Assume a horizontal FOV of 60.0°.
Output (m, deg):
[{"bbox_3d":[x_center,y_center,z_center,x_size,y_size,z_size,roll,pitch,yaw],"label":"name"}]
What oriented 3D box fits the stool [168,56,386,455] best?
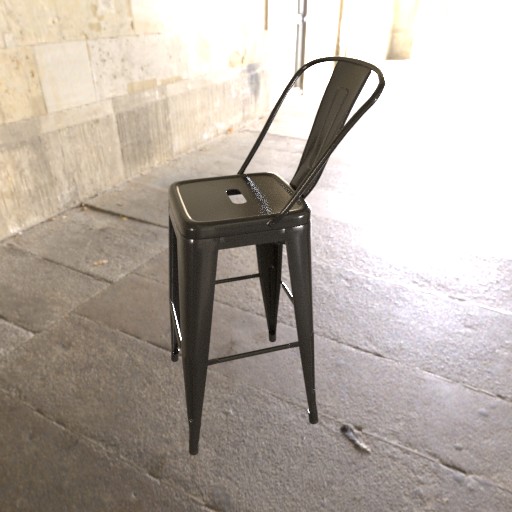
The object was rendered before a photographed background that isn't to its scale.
[{"bbox_3d":[0.000,0.000,1.267,0.528,1.022,0.432,-9,31,-14],"label":"stool"}]
